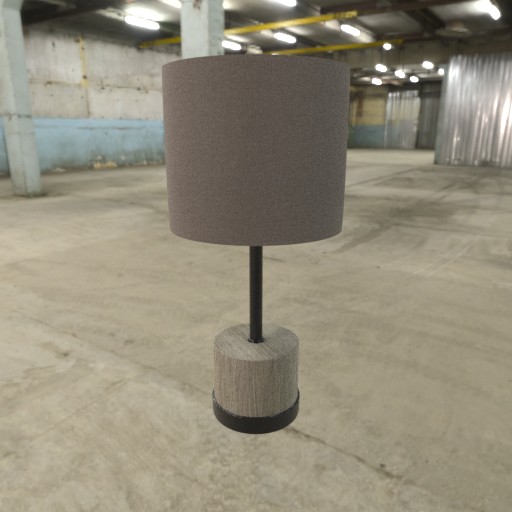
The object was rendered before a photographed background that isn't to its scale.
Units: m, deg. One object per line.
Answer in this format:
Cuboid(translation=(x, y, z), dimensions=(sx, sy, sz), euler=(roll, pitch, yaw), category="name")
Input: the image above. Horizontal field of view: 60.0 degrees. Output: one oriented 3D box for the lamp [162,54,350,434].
Cuboid(translation=(0.000, 0.000, 0.604), dimensions=(0.229, 0.470, 0.229), euler=(-7, 17, -26), category="lamp")
